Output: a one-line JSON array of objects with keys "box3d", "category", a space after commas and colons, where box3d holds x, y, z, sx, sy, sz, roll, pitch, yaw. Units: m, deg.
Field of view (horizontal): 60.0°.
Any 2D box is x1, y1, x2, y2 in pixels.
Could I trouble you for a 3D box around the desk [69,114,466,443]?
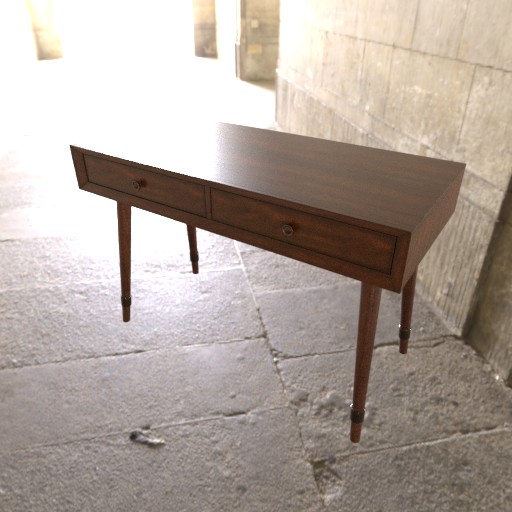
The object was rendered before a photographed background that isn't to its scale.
[{"box3d": [0.000, 0.000, 2.183, 1.577, 1.031, 0.734, 19, 35, 29], "category": "desk"}]
